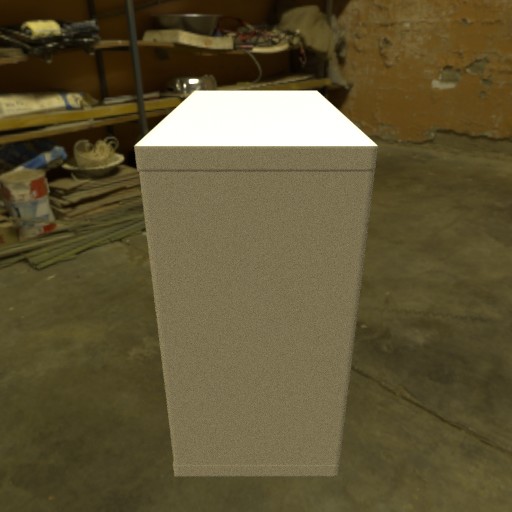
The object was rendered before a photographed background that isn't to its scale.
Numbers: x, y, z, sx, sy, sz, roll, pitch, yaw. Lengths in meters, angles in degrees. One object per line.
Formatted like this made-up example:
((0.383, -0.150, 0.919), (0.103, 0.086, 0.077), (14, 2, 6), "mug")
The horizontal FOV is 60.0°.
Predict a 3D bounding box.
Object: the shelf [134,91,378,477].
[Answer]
((0.000, 0.000, 1.238), (0.390, 0.786, 0.790), (0, 26, 0), "shelf")
